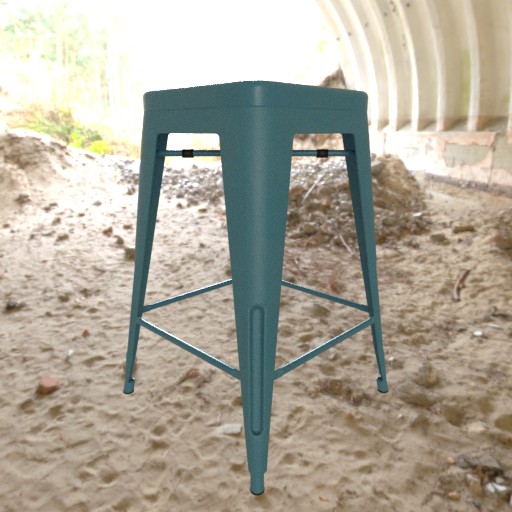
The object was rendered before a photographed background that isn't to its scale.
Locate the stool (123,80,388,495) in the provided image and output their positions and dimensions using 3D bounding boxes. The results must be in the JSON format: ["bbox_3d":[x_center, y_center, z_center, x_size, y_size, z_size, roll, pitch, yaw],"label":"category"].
[{"bbox_3d":[0.000,0.000,0.872,0.410,0.608,0.410,15,22,42],"label":"stool"}]
